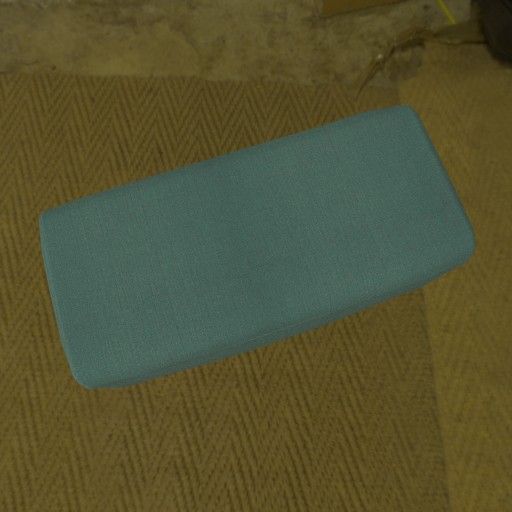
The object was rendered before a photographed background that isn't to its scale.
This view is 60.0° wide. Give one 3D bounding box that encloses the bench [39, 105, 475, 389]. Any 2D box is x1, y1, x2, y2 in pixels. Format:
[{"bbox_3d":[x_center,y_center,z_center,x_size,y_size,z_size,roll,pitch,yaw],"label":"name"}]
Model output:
[{"bbox_3d":[0.000,0.000,1.252,0.995,0.474,0.476,-18,75,-5],"label":"bench"}]
